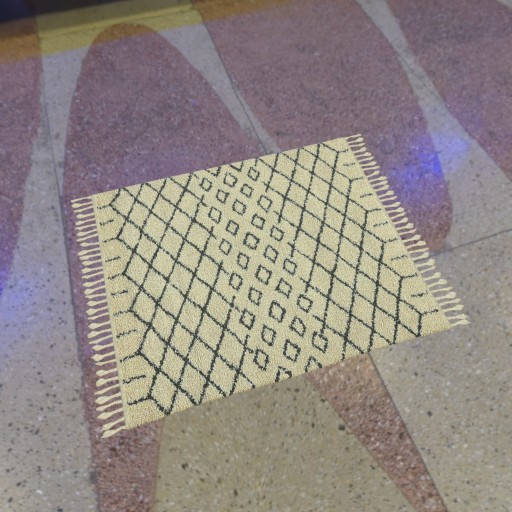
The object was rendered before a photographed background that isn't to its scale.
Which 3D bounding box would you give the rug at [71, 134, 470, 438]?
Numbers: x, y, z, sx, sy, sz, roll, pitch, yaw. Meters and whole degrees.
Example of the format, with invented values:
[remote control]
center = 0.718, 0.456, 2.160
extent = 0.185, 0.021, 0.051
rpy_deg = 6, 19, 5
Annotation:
[rug]
center = 0.000, 0.000, 4.176
extent = 3.213, 0.030, 2.388
rpy_deg = -15, 60, -9
